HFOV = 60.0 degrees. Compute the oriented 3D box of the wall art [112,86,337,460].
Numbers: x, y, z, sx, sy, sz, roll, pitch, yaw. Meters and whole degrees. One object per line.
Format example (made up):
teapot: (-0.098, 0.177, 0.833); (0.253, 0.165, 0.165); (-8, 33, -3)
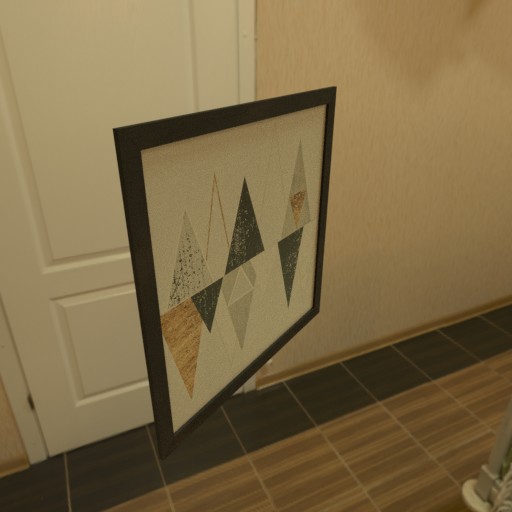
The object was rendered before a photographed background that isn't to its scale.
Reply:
wall art: (0.000, 0.000, 1.241); (0.013, 0.823, 0.823); (18, 32, 31)
